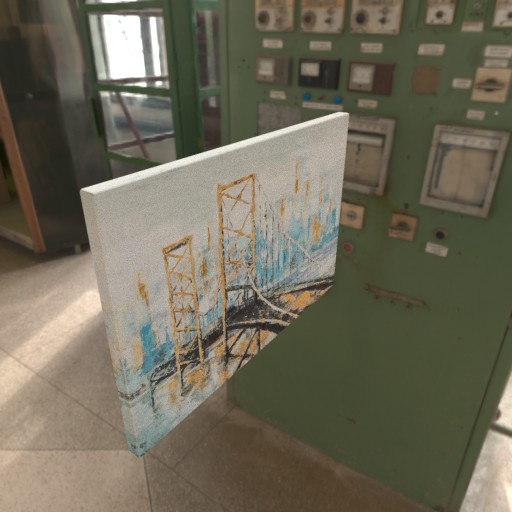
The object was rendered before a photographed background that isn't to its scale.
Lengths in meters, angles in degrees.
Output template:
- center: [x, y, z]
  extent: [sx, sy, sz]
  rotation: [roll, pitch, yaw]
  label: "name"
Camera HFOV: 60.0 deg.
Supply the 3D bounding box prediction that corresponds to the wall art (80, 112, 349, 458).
- center: [0.000, 0.000, 1.167]
  extent: [0.038, 0.609, 0.913]
  rotation: [18, 32, 32]
  label: "wall art"
